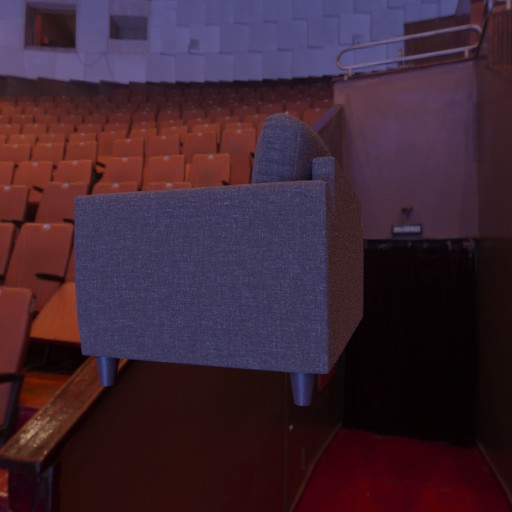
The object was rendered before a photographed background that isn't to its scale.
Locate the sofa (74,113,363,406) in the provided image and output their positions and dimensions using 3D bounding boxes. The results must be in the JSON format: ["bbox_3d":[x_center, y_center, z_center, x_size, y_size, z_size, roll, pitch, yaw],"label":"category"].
[{"bbox_3d":[0.000,0.000,1.990,0.851,0.885,1.423,0,-1,18],"label":"sofa"}]
